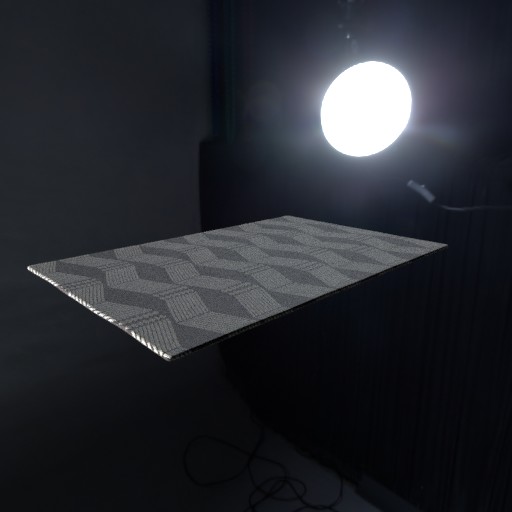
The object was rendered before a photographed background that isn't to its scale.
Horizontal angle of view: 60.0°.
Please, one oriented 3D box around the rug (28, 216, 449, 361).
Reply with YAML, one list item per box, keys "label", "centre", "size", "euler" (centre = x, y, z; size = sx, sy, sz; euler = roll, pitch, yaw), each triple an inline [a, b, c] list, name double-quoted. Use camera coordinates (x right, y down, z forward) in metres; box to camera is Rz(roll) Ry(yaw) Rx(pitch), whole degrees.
- label: "rug"
  centre: [0.000, 0.000, 2.276]
  size: [1.833, 0.016, 1.210]
  euler: [-15, 22, -42]
